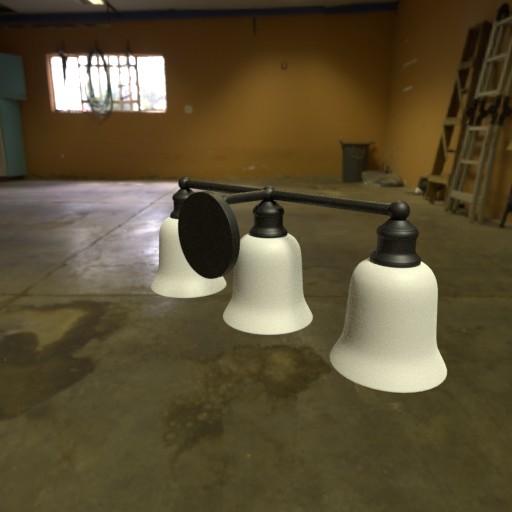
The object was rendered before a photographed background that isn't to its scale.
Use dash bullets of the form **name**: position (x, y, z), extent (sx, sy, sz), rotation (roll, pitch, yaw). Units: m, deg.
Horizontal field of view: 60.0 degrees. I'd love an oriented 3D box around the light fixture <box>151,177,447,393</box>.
- **light fixture**: position (0.000, 0.000, 0.673), extent (0.198, 0.211, 0.570), rotation (-15, 21, -43)
